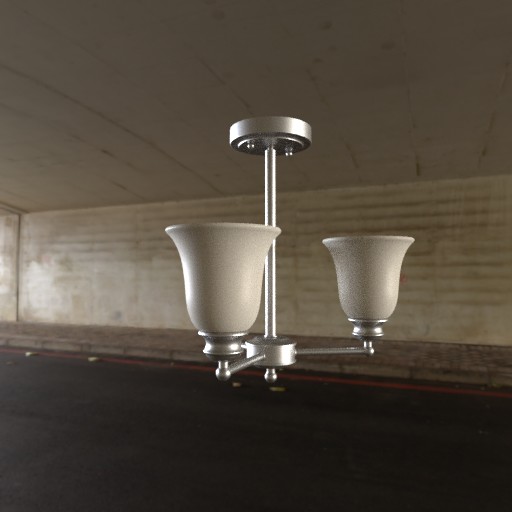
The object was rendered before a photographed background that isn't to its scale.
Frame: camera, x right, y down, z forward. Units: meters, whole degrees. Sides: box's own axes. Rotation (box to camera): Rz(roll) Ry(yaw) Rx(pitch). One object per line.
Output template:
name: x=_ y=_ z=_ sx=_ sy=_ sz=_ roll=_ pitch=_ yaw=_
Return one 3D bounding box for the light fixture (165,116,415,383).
light fixture: x=0.000 y=0.000 z=0.680 sx=0.388 sy=0.370 sz=0.354 roll=2 pitch=-3 yaw=-36
